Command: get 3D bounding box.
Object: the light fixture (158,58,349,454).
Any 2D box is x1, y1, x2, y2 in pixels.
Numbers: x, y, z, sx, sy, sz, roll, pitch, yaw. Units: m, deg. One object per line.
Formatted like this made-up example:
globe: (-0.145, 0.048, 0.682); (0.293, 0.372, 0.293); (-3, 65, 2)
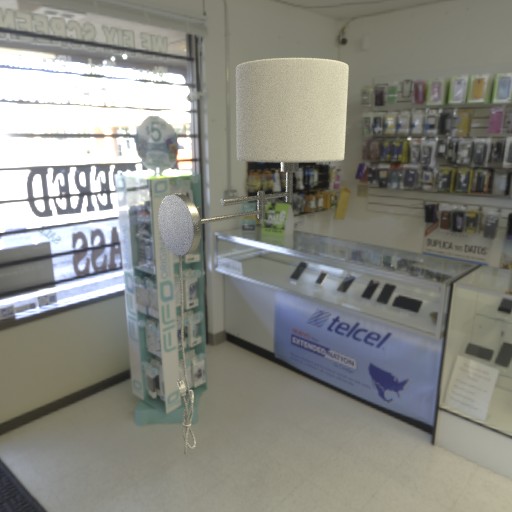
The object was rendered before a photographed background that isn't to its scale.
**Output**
light fixture: (0.000, 0.000, 1.036); (0.479, 0.842, 0.253); (-14, 20, -42)
